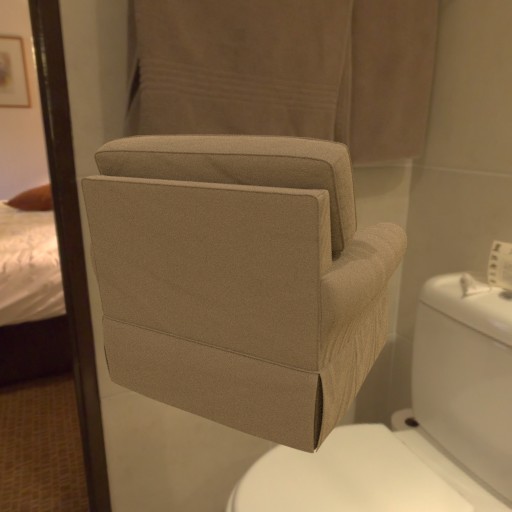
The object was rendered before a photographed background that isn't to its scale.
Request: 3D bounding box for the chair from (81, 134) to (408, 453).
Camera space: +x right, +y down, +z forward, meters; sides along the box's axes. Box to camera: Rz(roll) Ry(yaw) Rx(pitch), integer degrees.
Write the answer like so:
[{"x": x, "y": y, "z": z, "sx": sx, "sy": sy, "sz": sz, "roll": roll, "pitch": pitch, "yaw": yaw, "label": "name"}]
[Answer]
[{"x": 0.000, "y": 0.000, "z": 1.912, "sx": 1.135, "sy": 1.017, "sz": 0.988, "roll": 9, "pitch": 18, "yaw": 27, "label": "chair"}]
